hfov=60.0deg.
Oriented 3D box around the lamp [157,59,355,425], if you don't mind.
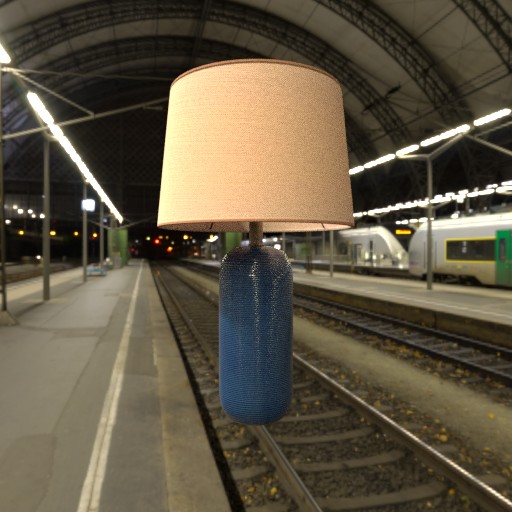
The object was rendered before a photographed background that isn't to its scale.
[{"bbox_3d":[0.000,0.000,0.844,0.367,0.609,0.367,0,1,0],"label":"lamp"}]
